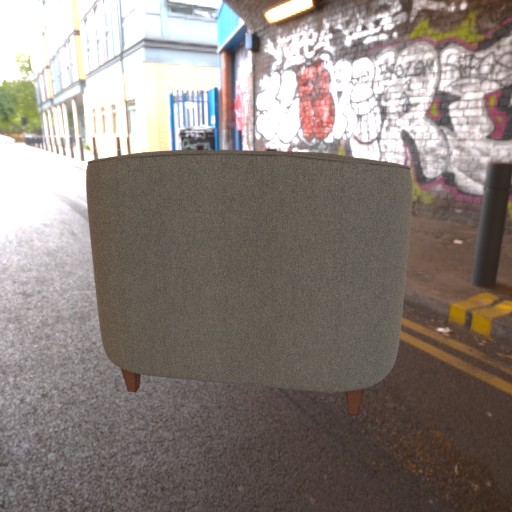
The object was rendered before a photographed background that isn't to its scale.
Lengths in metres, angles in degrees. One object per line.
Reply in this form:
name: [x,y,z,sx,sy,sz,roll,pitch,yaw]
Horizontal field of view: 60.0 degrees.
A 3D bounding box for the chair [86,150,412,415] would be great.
chair: [0.000,0.000,1.769,1.094,0.852,0.945,3,16,9]
